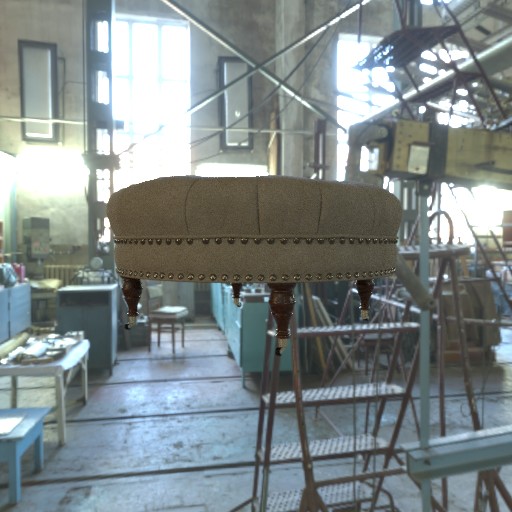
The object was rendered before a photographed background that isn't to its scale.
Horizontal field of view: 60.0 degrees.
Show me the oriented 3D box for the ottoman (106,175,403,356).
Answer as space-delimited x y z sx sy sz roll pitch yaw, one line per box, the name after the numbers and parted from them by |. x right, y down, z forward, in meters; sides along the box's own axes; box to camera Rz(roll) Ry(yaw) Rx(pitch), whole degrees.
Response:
0.000 0.000 1.403 0.901 0.439 0.901 0 2 0 | ottoman
